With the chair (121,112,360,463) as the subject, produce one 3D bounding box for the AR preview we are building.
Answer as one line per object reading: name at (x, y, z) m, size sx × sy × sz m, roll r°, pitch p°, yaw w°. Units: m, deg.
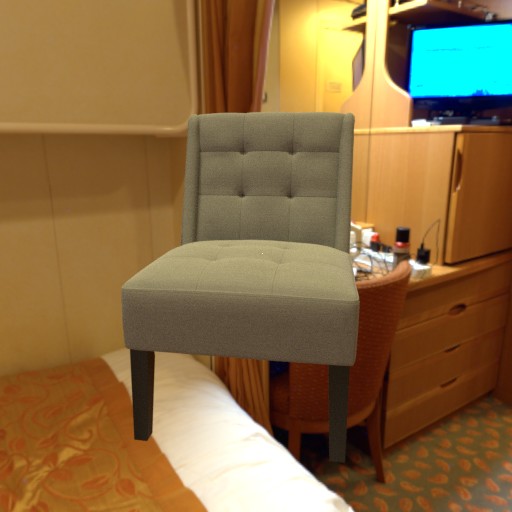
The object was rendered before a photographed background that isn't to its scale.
chair at (0.000, 0.000, 1.317) m, size 0.569 × 0.853 × 0.676 m, roll 2°, pitch 14°, yaw 9°
